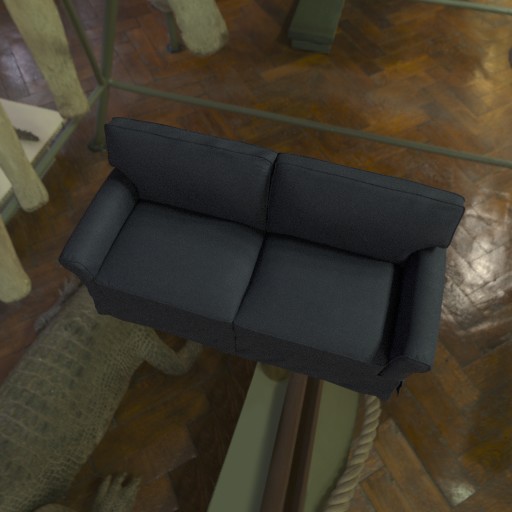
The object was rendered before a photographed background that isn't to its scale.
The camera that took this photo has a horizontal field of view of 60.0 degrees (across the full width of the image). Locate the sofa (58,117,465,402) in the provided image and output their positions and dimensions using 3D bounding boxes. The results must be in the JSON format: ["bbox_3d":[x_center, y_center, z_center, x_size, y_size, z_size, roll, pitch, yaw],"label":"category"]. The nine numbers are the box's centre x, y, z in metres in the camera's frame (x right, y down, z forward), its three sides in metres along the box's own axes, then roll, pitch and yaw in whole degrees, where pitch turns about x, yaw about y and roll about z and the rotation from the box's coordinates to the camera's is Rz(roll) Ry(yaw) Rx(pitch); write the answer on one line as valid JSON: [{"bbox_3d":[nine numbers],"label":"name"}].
[{"bbox_3d":[0.000,0.000,2.791,2.256,1.094,0.983,15,60,9],"label":"sofa"}]
